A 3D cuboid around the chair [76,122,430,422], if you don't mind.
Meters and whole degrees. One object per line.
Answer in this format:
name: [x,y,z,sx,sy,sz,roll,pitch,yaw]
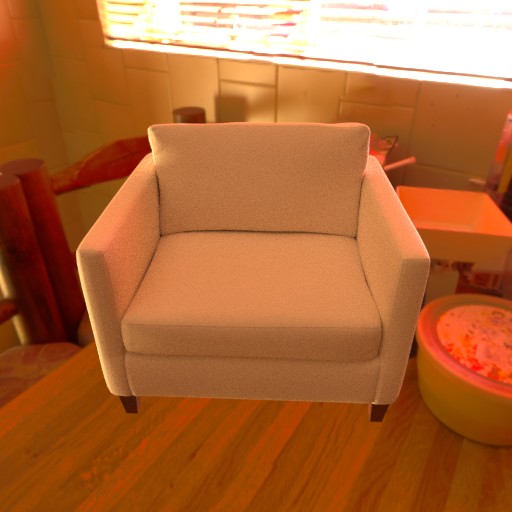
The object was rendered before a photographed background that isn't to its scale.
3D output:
chair: [0.000,0.000,1.693,1.019,0.885,0.878,1,32,2]
